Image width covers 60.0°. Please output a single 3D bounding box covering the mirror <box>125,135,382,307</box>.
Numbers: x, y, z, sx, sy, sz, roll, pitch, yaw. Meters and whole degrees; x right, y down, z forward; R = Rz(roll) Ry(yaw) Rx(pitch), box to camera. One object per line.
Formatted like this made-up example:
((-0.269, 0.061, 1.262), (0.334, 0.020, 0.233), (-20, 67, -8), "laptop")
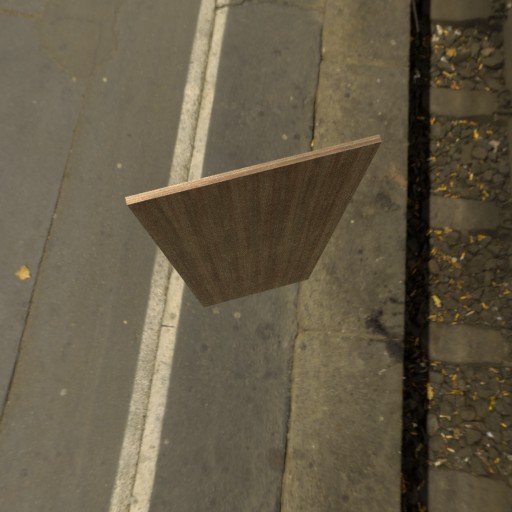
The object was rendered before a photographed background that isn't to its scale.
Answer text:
((0.000, 0.000, 2.345), (0.812, 2.032, 0.025), (-15, 75, -4), "mirror")
